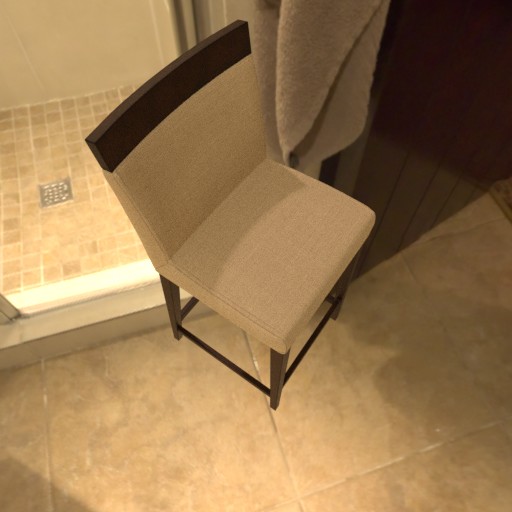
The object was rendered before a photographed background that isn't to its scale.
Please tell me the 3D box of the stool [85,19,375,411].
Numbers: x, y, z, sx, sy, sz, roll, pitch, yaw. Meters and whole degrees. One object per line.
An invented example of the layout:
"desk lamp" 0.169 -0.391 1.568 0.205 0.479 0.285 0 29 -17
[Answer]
"stool" 0.000 0.000 1.380 0.531 1.117 0.511 31 63 18
